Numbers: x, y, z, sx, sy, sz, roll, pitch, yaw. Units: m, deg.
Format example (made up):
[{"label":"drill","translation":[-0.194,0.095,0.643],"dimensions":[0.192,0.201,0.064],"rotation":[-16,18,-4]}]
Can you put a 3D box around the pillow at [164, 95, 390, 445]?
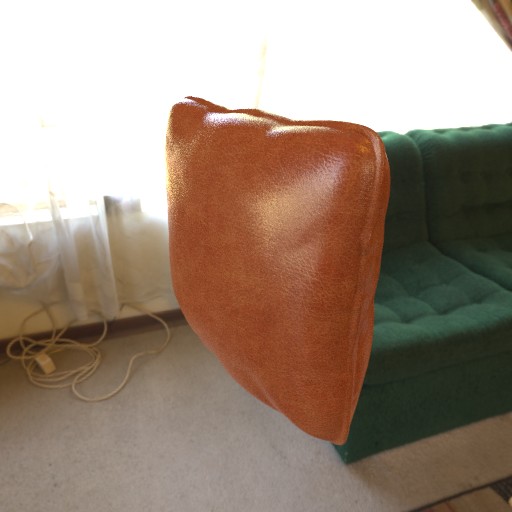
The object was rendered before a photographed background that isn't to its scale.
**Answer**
[{"label":"pillow","translation":[0.000,0.000,0.808],"dimensions":[0.236,0.523,0.532],"rotation":[-17,30,-32]}]
